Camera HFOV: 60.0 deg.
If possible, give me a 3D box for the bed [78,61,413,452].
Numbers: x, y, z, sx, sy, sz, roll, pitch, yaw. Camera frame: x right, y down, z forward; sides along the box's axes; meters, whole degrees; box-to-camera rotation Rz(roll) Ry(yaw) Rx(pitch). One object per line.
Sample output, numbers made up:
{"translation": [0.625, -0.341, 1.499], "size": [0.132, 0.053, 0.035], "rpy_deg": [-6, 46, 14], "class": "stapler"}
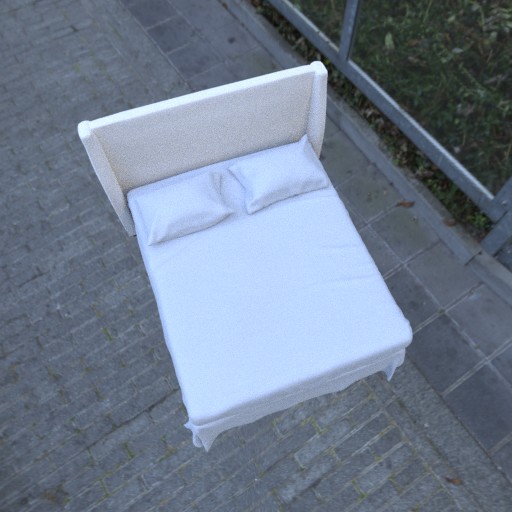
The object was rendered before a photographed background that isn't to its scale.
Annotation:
{"translation": [0.000, 0.000, 3.403], "size": [1.925, 1.332, 2.276], "rpy_deg": [-18, 65, -9], "class": "bed"}
